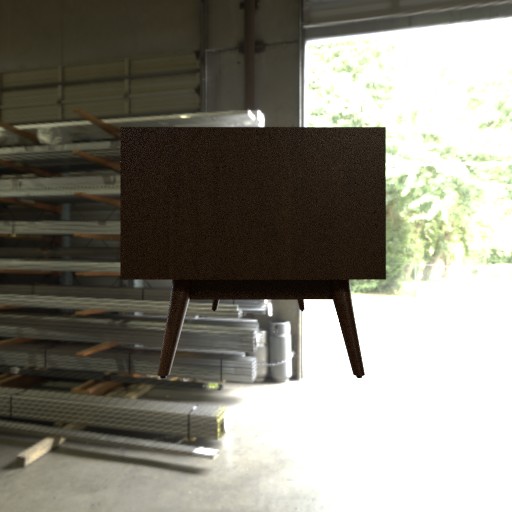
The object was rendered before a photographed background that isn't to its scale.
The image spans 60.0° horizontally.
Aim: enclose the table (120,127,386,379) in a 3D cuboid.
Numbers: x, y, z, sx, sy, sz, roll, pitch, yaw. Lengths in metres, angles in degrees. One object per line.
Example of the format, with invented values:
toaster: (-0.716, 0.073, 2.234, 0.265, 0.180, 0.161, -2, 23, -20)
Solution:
table: (0.000, 0.000, 1.360, 0.490, 0.464, 1.119, 0, 0, 0)
